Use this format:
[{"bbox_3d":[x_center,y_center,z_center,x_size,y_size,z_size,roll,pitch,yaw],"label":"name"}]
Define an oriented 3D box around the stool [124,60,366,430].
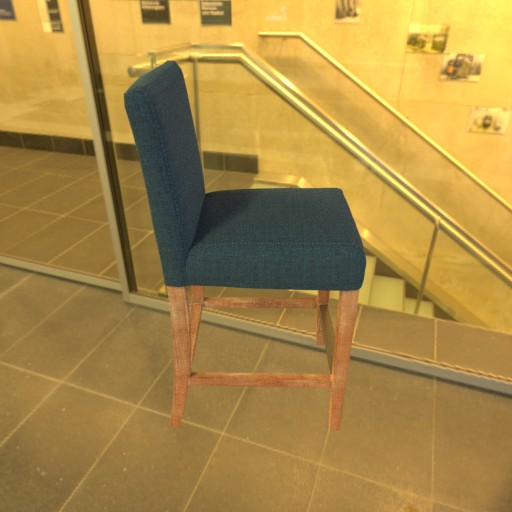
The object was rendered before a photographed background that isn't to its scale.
[{"bbox_3d":[0.000,0.000,1.334,0.567,1.039,0.454,0,31,0],"label":"stool"}]
